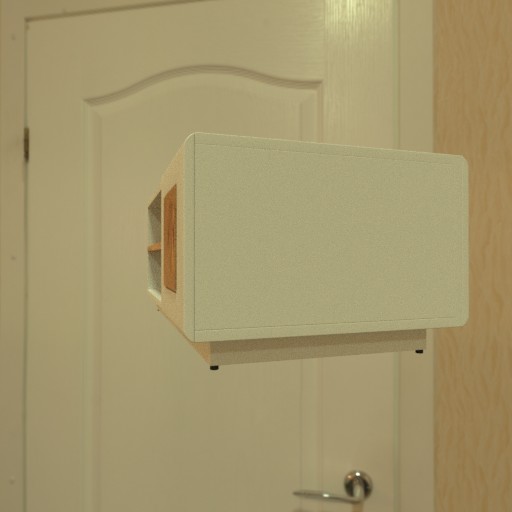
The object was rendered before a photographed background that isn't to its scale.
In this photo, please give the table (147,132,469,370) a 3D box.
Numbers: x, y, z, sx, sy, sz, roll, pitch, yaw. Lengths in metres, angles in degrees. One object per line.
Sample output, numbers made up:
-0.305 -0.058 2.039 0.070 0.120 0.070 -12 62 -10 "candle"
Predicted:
0.000 0.000 1.408 0.639 0.442 1.097 0 0 -18 "table"
